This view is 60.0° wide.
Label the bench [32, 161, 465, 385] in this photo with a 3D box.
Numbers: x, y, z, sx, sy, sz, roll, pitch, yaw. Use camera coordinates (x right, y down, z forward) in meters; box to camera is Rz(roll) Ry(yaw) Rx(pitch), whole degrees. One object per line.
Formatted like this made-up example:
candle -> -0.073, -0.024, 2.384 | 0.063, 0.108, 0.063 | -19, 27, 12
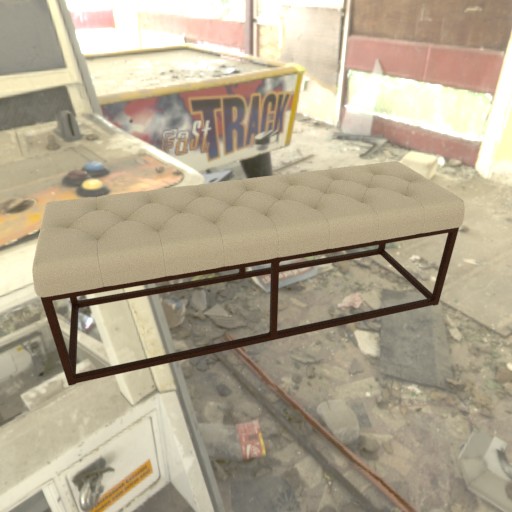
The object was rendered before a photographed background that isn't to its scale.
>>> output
bench -> 0.000, 0.000, 1.726 | 1.488, 0.488, 0.479 | -9, 33, -15
